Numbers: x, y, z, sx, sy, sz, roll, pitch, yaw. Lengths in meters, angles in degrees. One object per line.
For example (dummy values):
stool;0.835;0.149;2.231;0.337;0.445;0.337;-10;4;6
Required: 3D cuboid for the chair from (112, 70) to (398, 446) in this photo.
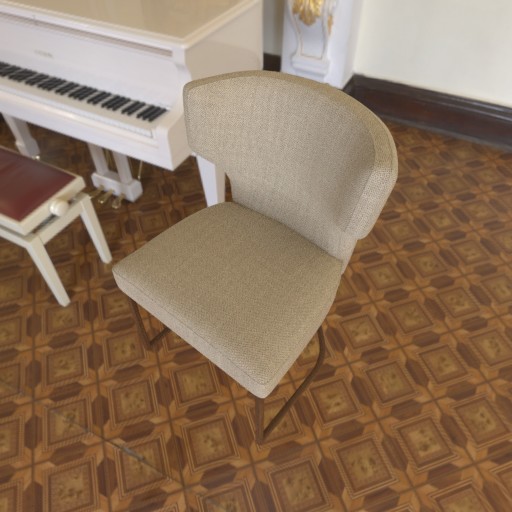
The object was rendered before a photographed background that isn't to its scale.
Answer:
chair;0.000;0.000;1.274;0.611;0.824;0.617;31;55;25
